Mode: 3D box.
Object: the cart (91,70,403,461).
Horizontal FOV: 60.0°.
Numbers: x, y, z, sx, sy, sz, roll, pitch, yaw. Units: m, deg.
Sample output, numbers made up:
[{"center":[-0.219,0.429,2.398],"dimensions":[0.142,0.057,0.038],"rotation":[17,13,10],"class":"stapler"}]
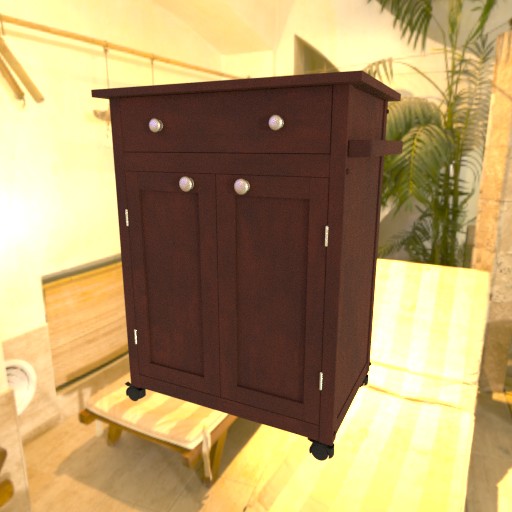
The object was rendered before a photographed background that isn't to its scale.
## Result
[{"center":[0.000,0.000,1.236],"dimensions":[0.683,0.864,0.442],"rotation":[7,16,25],"class":"cart"}]
